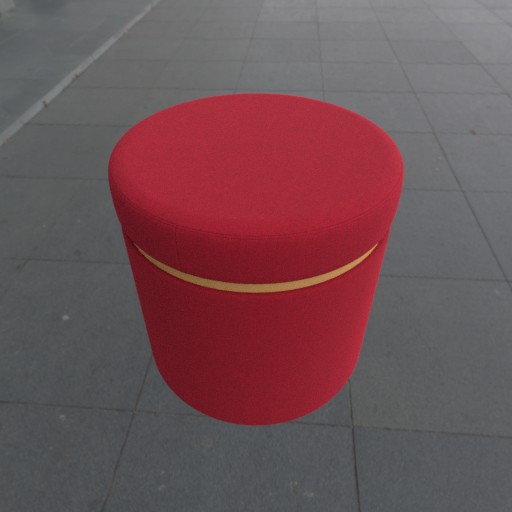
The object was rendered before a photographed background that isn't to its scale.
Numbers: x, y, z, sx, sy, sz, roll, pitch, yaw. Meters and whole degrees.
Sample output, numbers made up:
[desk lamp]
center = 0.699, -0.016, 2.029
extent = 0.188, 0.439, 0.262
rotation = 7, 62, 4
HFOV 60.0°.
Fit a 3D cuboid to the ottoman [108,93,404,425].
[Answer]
[ottoman]
center = 0.000, 0.000, 0.735
extent = 0.400, 0.406, 0.400
rotation = 0, 41, 0
